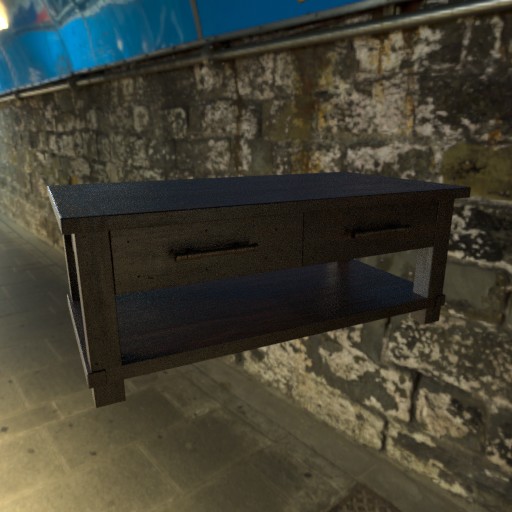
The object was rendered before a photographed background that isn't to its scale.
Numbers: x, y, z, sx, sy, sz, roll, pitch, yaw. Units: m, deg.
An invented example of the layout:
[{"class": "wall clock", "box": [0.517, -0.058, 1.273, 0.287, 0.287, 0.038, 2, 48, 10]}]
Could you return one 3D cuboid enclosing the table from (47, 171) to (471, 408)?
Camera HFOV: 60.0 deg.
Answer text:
[{"class": "table", "box": [0.000, 0.000, 1.572, 1.270, 0.494, 0.700, -8, 17, -25]}]
